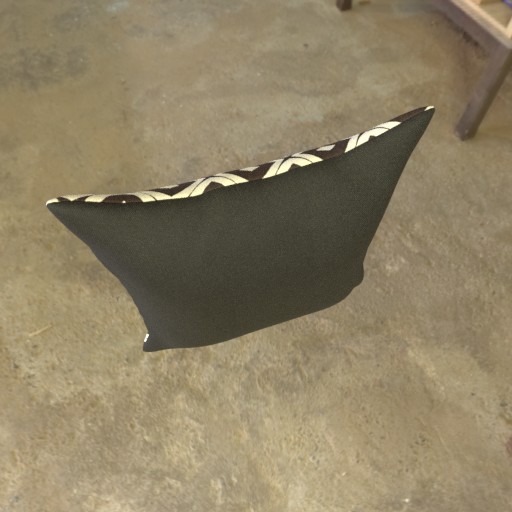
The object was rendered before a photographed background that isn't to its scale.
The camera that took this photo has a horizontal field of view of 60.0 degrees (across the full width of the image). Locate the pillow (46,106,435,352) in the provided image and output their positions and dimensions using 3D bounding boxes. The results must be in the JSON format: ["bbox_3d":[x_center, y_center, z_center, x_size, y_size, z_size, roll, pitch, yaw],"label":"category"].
[{"bbox_3d":[0.000,0.000,0.753,0.504,0.494,0.188,-16,60,-10],"label":"pillow"}]
